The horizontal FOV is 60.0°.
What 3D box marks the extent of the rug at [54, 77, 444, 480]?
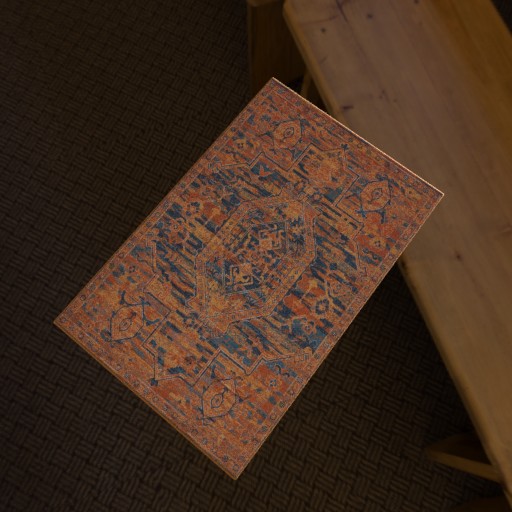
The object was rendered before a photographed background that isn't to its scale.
[{"bbox_3d":[0.000,0.000,2.255,1.148,0.013,1.758,37,79,9],"label":"rug"}]
